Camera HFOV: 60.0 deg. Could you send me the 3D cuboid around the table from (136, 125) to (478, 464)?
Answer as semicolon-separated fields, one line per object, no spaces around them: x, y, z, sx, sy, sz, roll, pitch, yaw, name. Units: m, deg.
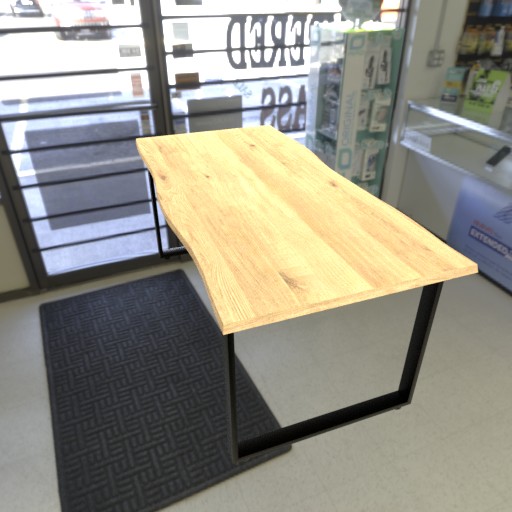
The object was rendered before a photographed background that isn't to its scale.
0.000;0.000;2.240;0.900;0.780;1.800;-11;33;-17;table
